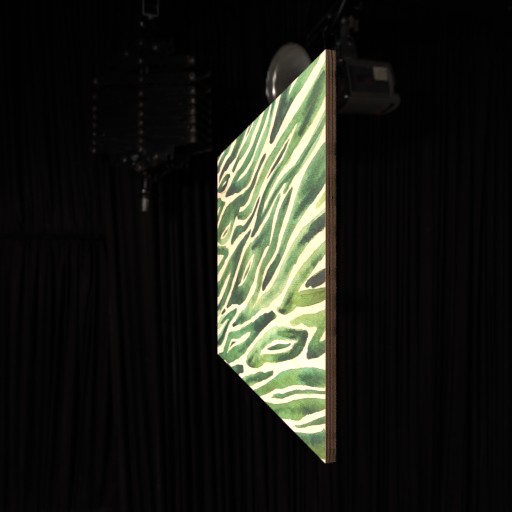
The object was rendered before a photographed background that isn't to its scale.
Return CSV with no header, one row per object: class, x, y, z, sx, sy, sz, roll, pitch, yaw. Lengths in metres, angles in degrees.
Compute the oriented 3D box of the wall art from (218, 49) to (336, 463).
wall art,0.000,0.000,0.681,0.012,0.408,0.508,0,0,-17
